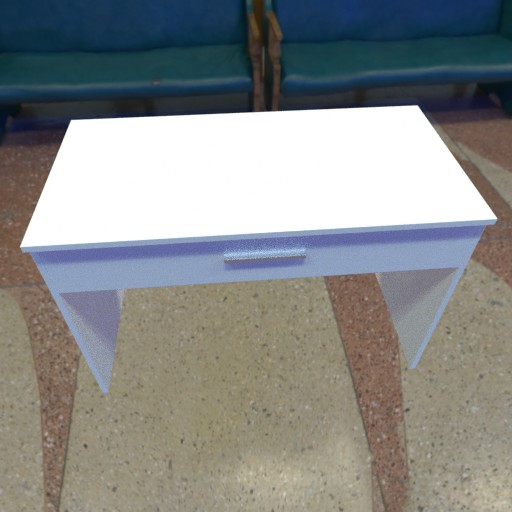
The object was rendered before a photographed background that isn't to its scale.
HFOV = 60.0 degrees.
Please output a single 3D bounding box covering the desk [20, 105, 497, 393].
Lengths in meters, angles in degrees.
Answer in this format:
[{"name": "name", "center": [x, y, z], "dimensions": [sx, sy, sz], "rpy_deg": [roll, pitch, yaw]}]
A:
[{"name": "desk", "center": [0.000, 0.000, 1.472], "dimensions": [1.100, 0.730, 0.560], "rpy_deg": [-4, 46, -3]}]
